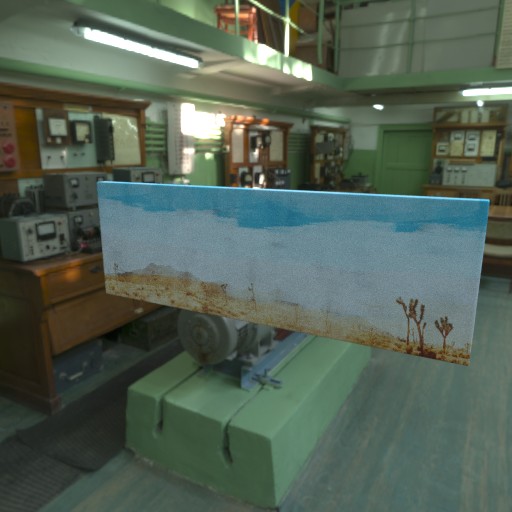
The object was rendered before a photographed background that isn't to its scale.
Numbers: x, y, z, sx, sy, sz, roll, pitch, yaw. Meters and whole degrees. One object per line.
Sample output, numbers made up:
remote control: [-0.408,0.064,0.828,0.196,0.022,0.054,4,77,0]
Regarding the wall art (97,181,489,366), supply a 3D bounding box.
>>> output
wall art: [0.000,0.000,0.839,0.759,0.254,0.044,7,16,27]
